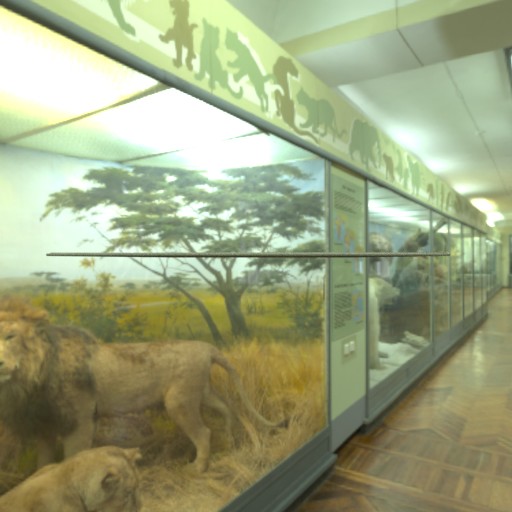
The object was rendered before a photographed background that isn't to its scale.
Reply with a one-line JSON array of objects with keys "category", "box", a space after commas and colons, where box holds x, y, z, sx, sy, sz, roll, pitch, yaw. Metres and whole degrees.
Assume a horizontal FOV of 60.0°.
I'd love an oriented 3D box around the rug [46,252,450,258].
[{"category": "rug", "box": [0.000, 0.000, 2.859, 1.608, 0.014, 2.213, 0, 0, 2]}]
